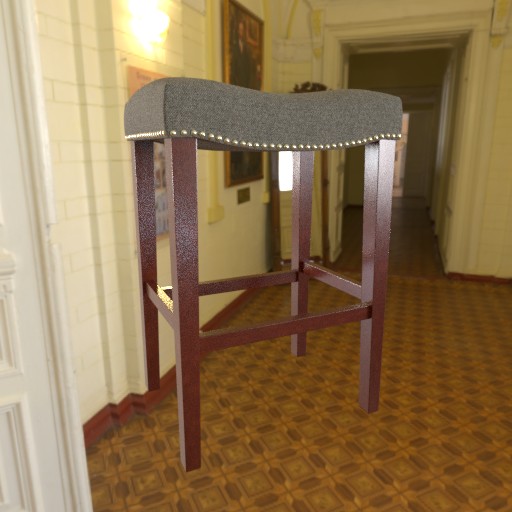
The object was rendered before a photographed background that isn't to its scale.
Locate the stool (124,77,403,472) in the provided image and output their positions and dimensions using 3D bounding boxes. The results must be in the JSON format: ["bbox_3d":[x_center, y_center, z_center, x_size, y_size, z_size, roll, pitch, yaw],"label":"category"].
[{"bbox_3d":[0.000,0.000,1.035,0.504,0.742,0.372,-7,15,-25],"label":"stool"}]
